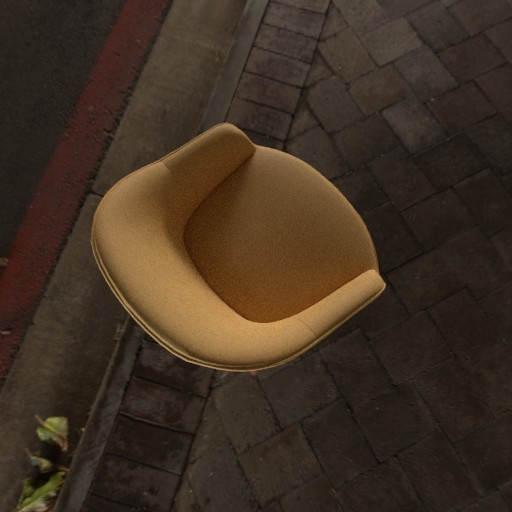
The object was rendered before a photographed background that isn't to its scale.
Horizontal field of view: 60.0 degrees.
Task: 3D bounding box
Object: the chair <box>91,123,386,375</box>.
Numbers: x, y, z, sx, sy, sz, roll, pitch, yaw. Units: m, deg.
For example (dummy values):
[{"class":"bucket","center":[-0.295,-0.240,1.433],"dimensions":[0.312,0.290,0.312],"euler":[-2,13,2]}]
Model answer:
[{"class":"chair","center":[0.000,0.000,1.249],"dimensions":[0.635,0.823,0.596],"euler":[-40,78,-10]}]
